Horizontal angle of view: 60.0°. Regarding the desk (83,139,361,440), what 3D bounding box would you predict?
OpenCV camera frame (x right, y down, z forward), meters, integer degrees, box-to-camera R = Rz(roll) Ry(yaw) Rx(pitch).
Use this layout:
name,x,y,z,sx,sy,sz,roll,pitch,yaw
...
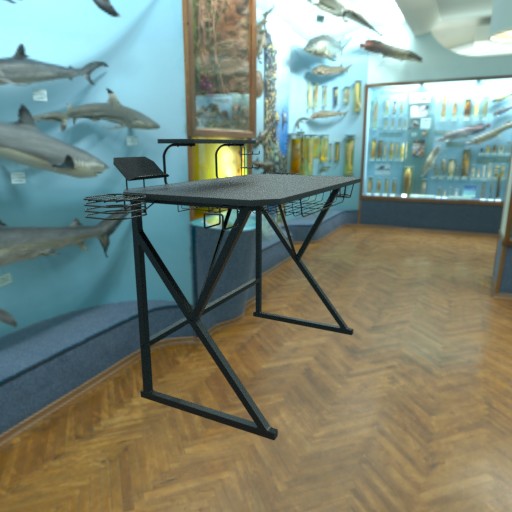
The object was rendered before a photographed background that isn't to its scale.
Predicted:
name,x,y,z,sx,sy,sz,roll,pitch,yaw
desk,0.000,0.000,1.730,0.580,0.880,1.290,7,16,26
